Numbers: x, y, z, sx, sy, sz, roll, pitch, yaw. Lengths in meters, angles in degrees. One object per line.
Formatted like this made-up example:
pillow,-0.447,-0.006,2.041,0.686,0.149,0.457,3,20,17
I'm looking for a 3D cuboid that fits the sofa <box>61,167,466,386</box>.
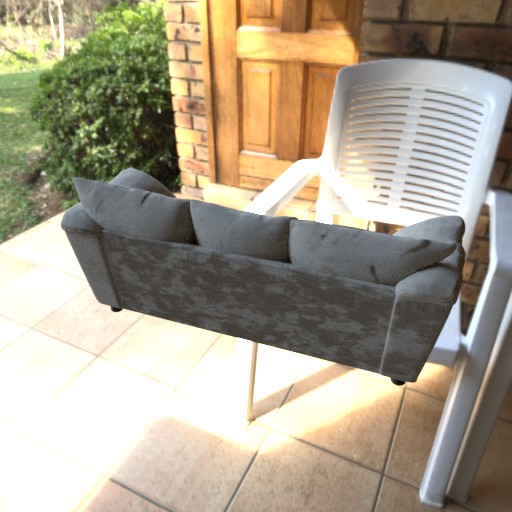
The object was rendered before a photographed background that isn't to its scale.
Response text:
sofa,0.000,0.000,2.825,2.377,0.981,0.893,11,34,17
